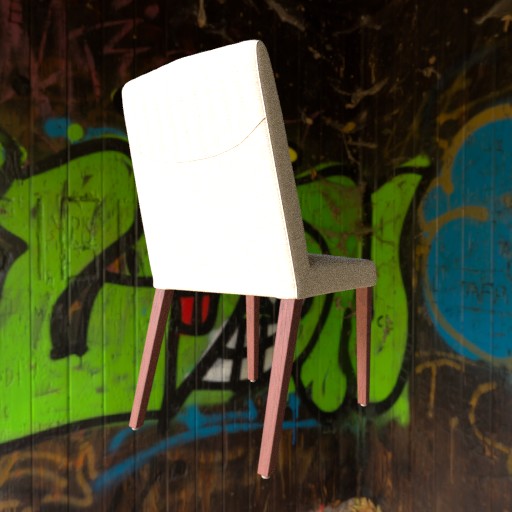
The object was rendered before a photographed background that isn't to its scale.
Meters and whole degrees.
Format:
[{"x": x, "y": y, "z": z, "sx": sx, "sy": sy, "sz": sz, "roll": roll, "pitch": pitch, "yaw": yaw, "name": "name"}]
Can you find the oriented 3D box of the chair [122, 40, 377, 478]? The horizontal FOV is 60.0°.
[{"x": 0.000, "y": 0.000, "z": 1.231, "sx": 0.480, "sy": 0.900, "sz": 0.594, "roll": 1, "pitch": 1, "yaw": 36, "name": "chair"}]
